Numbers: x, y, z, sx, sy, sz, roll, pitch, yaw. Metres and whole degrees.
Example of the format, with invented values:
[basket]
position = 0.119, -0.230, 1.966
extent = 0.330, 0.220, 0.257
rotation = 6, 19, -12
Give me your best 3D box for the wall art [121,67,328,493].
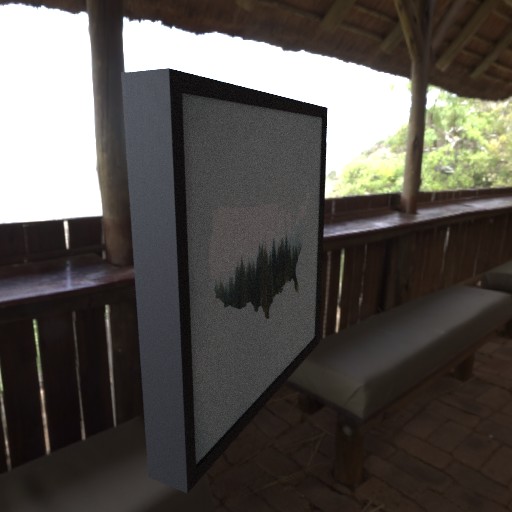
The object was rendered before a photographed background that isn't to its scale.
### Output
[wall art]
position = 0.000, 0.000, 0.443
extent = 0.038, 0.304, 0.304
rotation = 7, 15, 26
